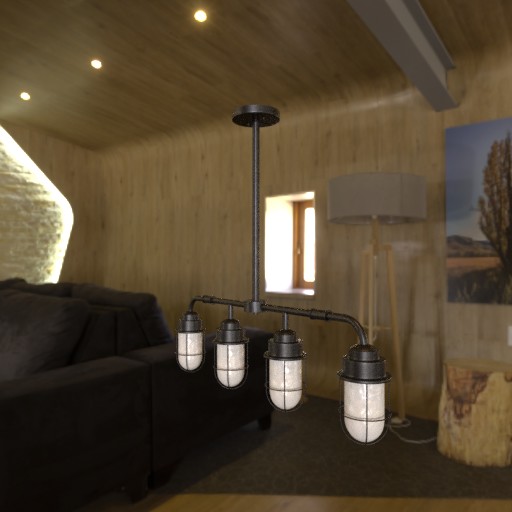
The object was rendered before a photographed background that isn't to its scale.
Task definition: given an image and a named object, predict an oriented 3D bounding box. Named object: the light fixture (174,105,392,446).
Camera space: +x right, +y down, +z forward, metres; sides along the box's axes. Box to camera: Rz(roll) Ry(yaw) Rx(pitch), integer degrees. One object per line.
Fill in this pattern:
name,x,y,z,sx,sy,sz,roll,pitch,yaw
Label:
light fixture,0.000,0.000,1.213,0.131,0.785,0.852,0,-1,-37
